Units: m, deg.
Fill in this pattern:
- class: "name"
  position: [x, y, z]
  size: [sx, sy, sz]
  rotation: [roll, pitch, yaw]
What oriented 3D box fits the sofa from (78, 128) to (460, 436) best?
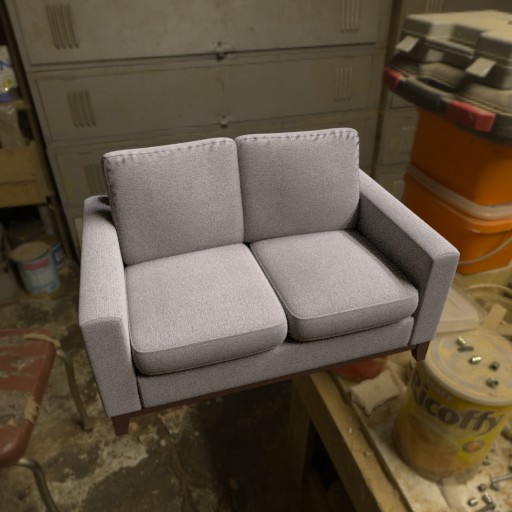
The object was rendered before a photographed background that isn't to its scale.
- class: "sofa"
  position: [0.000, 0.000, 1.966]
  size: [1.420, 0.873, 0.917]
  rotation: [-10, 36, -14]
